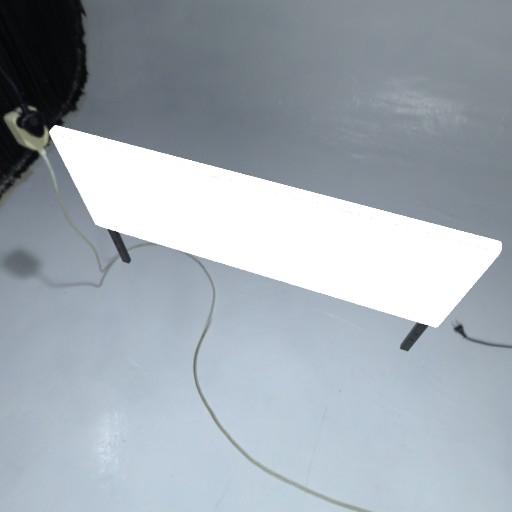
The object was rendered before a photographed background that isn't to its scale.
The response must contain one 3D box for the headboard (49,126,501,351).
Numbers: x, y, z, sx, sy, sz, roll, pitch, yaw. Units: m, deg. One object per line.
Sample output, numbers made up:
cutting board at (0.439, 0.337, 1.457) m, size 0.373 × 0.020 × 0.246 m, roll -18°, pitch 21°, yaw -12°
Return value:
headboard at (0.000, 0.000, 2.796) m, size 2.362 × 1.410 × 0.120 m, roll 16°, pitch 59°, yaw 10°
